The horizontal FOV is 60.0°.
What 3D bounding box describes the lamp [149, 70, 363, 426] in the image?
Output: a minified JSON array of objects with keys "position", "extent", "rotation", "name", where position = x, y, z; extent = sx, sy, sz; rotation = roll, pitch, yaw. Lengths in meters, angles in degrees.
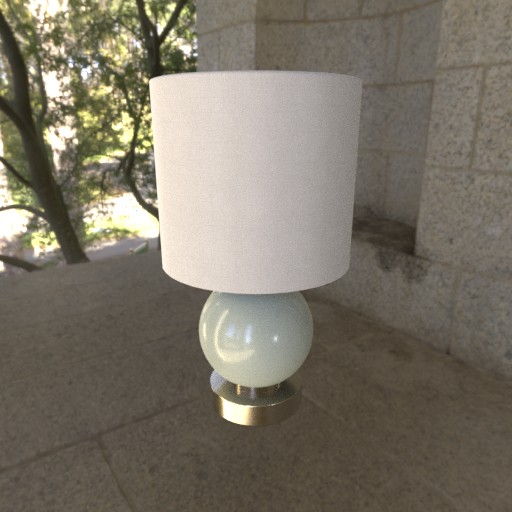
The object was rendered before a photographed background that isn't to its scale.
[{"position":[0.000,0.000,0.479],"extent":[0.201,0.353,0.201],"rotation":[8,19,25],"name":"lamp"}]
